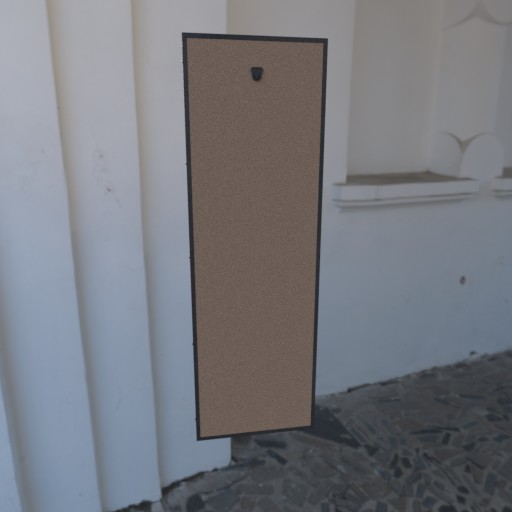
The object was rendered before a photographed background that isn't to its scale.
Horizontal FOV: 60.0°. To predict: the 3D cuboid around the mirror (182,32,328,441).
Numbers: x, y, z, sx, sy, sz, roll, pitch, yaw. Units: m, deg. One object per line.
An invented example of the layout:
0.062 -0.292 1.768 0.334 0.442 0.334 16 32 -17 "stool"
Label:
0.000 0.000 1.184 0.354 1.080 0.042 -2 14 -9 "mirror"
